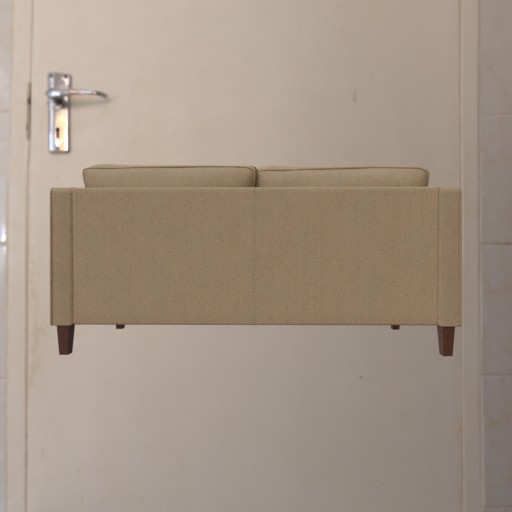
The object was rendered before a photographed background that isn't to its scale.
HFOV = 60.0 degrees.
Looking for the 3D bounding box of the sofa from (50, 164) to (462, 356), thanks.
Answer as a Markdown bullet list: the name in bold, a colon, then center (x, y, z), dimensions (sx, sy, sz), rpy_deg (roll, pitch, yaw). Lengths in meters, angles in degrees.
- **sofa**: center (0.000, 0.000, 2.856), dimensions (2.178, 1.071, 1.066), rpy_deg (0, -1, 1)
